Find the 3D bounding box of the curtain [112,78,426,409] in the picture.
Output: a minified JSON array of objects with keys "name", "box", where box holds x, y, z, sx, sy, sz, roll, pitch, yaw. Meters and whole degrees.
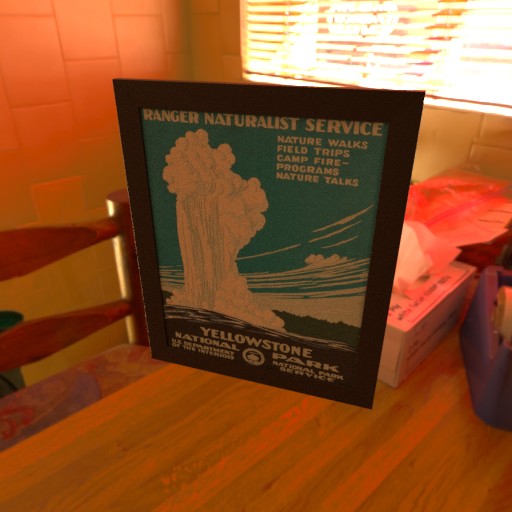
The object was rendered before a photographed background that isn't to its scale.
[{"name":"curtain","box":[0.000,0.000,0.802,0.483,0.585,0.027,9,29,16]}]
